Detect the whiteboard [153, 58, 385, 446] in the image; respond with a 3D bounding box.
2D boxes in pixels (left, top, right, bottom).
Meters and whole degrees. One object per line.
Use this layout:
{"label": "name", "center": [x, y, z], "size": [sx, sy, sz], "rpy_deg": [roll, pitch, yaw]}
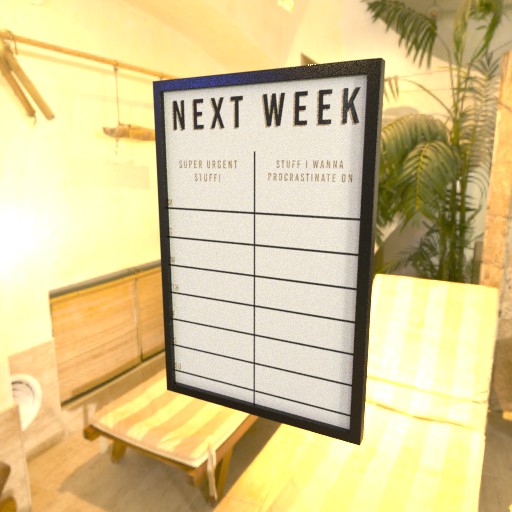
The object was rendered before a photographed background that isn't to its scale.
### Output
{"label": "whiteboard", "center": [0.000, 0.000, 0.782], "size": [0.406, 0.611, 0.026], "rpy_deg": [6, 14, 26]}
